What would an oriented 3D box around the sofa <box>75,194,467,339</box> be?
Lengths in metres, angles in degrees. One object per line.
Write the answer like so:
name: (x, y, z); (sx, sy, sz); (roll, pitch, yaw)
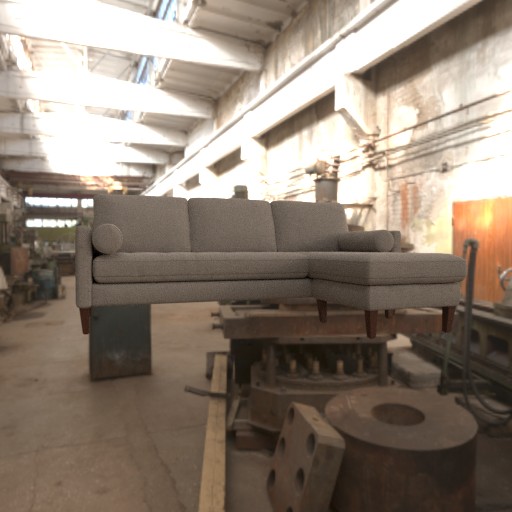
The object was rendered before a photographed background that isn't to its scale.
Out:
sofa: (0.000, 0.000, 2.879); (2.178, 0.875, 1.506); (0, 1, -20)
